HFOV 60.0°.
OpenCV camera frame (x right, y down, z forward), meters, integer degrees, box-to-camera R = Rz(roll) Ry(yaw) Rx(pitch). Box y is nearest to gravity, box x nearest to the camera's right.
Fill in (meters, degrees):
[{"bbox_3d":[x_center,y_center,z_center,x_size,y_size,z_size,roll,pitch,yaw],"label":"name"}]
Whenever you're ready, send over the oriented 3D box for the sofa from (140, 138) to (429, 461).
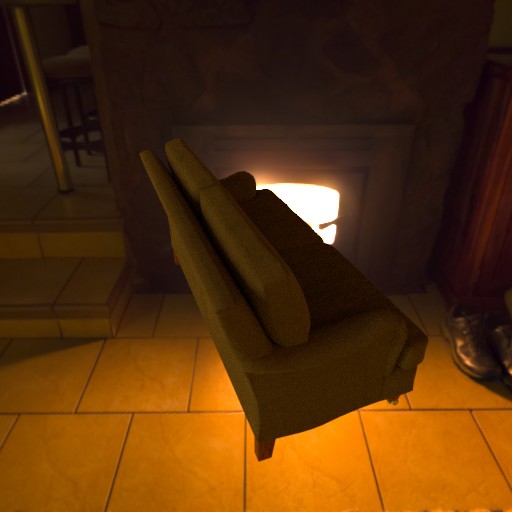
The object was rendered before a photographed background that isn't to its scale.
[{"bbox_3d":[0.000,0.000,2.853,1.086,1.087,2.165,-11,32,-18],"label":"sofa"}]
